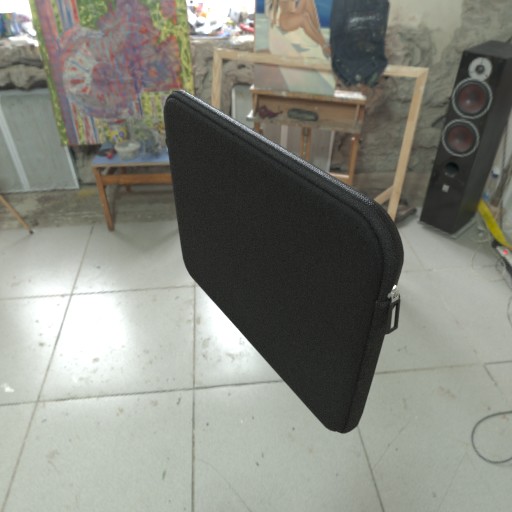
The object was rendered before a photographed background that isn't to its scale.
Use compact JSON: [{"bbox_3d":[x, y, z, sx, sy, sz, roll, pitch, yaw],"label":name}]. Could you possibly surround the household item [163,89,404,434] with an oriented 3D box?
[{"bbox_3d":[0.000,0.000,0.528,0.030,0.305,0.396,-24,45,-27],"label":"household item"}]
